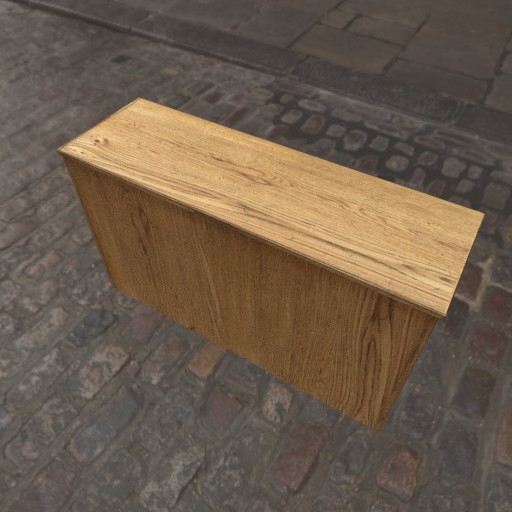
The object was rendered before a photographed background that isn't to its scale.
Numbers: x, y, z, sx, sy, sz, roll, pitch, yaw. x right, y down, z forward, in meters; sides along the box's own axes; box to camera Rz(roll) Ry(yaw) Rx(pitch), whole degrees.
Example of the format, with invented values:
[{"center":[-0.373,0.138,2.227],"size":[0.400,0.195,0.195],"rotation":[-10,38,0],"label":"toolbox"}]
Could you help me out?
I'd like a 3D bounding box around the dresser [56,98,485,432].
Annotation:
[{"center":[0.000,0.000,2.105],"size":[1.657,0.932,0.563],"rotation":[24,52,21],"label":"dresser"}]
